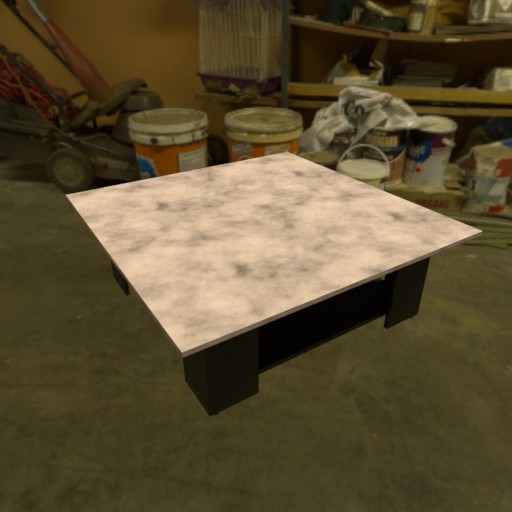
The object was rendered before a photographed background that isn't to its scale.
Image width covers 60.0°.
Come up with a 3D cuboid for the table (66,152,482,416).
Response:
[{"bbox_3d":[0.000,0.000,1.393,0.890,0.305,0.890,-18,34,-28],"label":"table"}]
